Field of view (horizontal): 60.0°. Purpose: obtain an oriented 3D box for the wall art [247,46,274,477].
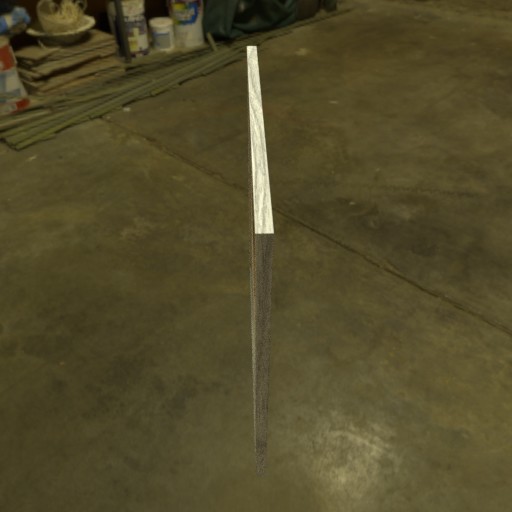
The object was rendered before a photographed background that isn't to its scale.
[{"bbox_3d":[0.000,0.000,0.738,0.016,0.507,0.508,-1,42,-1],"label":"wall art"}]
